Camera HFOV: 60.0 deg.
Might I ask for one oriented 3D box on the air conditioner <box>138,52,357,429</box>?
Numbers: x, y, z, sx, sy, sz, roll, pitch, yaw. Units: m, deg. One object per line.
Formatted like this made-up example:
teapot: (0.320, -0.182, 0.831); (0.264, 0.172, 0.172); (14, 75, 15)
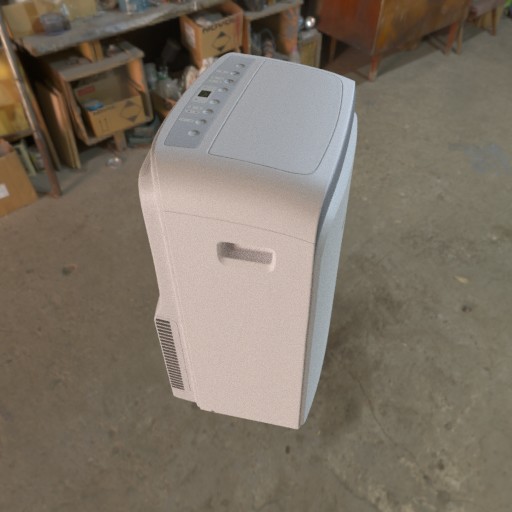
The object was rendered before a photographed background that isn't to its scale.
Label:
air conditioner: (0.000, 0.000, 0.940); (0.365, 0.700, 0.454); (11, 48, 10)
